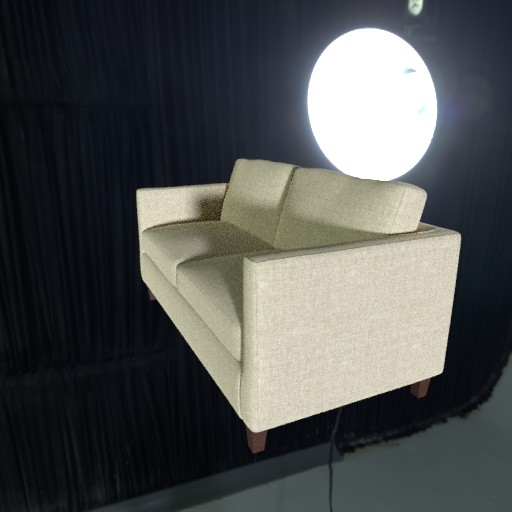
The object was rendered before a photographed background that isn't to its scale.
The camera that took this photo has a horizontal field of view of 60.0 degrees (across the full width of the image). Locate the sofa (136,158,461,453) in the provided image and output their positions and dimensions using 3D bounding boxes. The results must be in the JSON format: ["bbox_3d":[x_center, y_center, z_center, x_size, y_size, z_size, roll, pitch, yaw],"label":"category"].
[{"bbox_3d":[0.000,0.000,2.435,0.950,0.963,1.884,-8,18,-25],"label":"sofa"}]
